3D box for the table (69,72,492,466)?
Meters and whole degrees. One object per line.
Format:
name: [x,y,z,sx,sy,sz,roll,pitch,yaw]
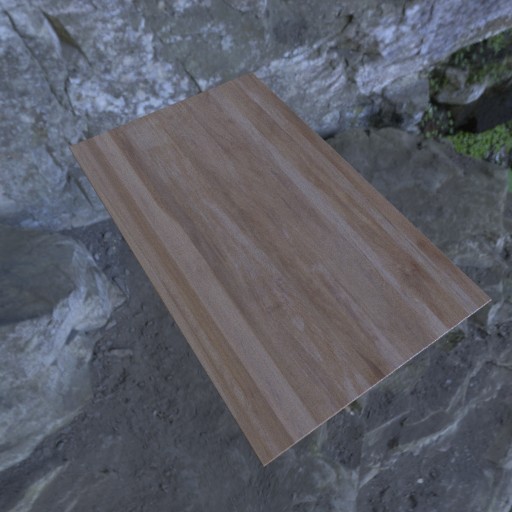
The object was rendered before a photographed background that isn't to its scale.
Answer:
table: [0.000,0.000,1.441,0.692,0.441,1.100,-29,62,-17]
